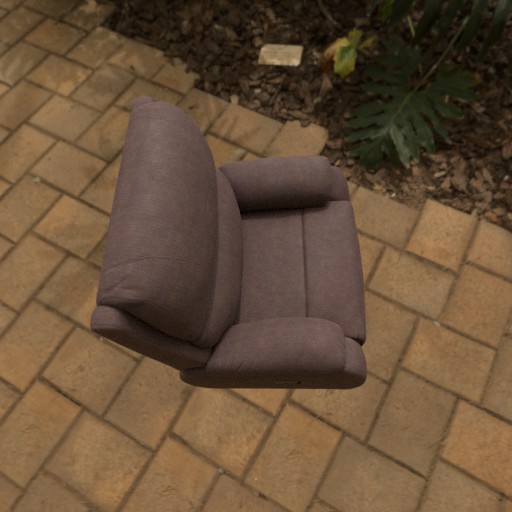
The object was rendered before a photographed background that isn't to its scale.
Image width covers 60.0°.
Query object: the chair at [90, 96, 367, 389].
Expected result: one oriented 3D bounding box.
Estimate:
[{"bbox_3d":[0.000,0.000,1.742,0.899,1.011,0.930,1,63,0],"label":"chair"}]
